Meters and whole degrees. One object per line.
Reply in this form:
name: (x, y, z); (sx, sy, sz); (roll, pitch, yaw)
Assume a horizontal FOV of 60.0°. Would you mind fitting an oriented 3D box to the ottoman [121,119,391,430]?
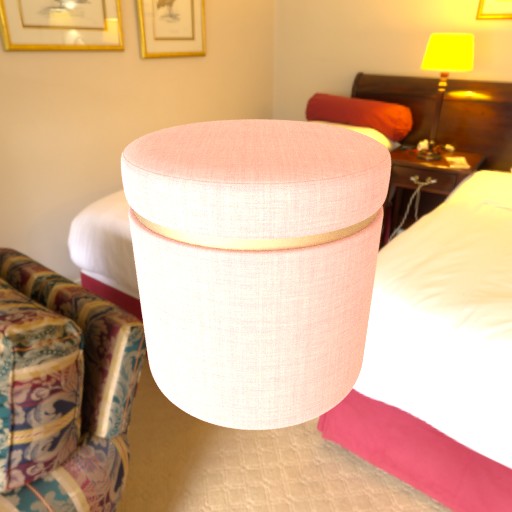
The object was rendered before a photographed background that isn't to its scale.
ottoman: (0.000, 0.000, 0.755); (0.400, 0.406, 0.400); (0, 26, 0)
